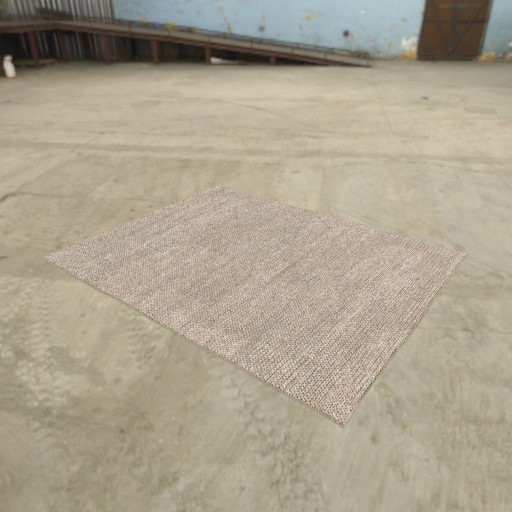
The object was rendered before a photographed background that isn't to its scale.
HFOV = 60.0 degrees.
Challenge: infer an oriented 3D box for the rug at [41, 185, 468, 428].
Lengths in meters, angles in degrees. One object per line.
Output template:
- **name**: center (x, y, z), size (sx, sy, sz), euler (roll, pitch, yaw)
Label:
- **rug**: center (0.000, 0.000, 4.026), size (3.052, 0.030, 2.429), euler (20, 35, 32)
